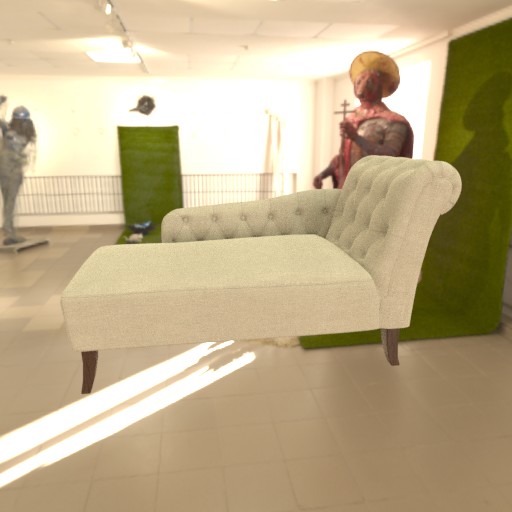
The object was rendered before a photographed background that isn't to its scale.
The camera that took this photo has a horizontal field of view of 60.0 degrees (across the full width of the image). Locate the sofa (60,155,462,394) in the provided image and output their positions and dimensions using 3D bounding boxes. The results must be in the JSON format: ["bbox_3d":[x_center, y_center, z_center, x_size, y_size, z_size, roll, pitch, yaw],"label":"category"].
[{"bbox_3d":[0.000,0.000,1.821,1.379,0.787,0.675,-2,15,-9],"label":"sofa"}]
